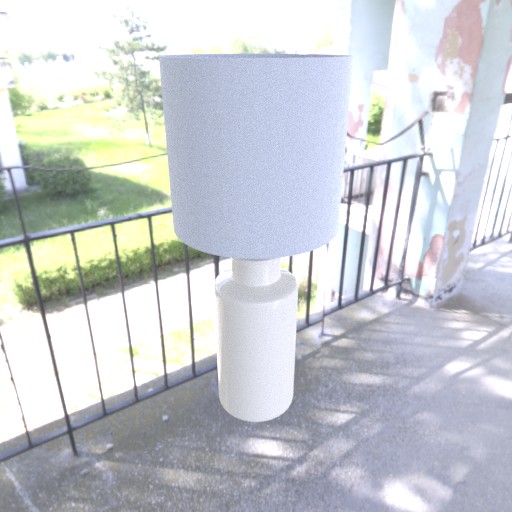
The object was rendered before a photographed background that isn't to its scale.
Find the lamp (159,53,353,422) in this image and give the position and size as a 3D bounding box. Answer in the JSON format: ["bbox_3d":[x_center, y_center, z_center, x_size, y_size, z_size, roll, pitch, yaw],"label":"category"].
[{"bbox_3d":[0.000,0.000,0.598,0.212,0.493,0.212,-17,30,-32],"label":"lamp"}]
